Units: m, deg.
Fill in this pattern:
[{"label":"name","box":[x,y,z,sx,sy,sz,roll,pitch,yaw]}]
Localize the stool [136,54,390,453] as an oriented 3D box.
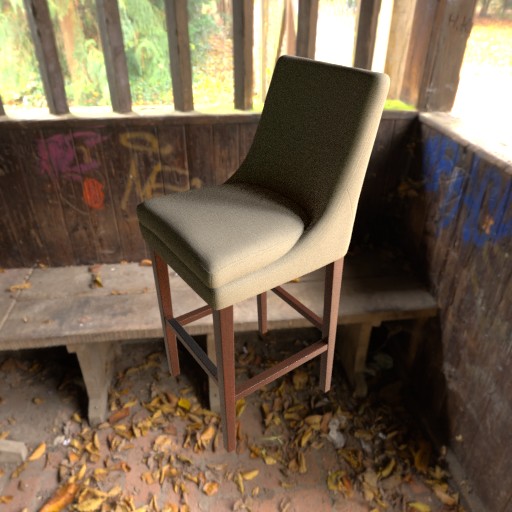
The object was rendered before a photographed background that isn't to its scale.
[{"label":"stool","box":[0.000,0.000,1.385,0.577,1.078,0.470,-21,38,-29]}]
